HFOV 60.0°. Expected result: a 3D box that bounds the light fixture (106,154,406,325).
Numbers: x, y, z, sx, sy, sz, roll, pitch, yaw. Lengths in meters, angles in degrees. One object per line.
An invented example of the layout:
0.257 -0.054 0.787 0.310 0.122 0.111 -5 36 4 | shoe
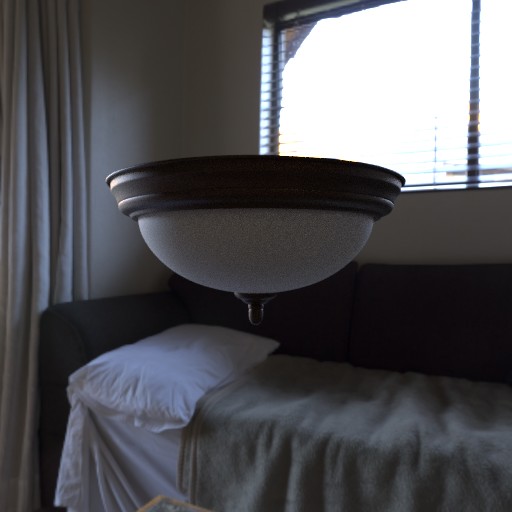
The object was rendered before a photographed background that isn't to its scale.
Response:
0.000 0.000 0.436 0.280 0.135 0.280 0 0 0 | light fixture
